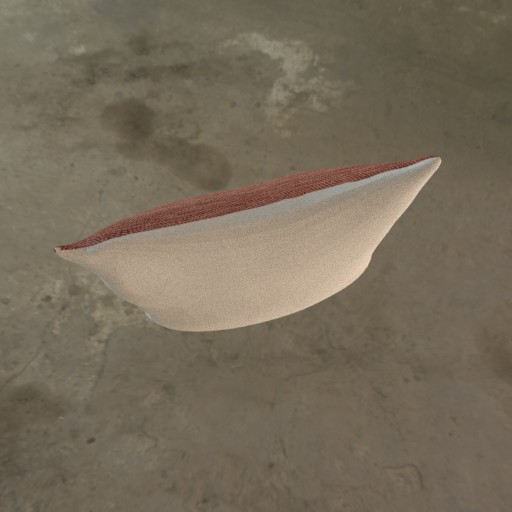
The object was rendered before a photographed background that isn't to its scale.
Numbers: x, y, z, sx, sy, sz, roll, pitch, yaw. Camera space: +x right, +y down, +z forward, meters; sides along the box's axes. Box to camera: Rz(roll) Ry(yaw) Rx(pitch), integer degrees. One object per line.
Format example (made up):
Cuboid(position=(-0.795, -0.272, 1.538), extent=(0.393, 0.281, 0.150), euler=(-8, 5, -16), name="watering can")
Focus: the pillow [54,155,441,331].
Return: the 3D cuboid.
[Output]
Cuboid(position=(0.000, 0.000, 0.680), extent=(0.440, 0.441, 0.182), euler=(-14, 74, -4), name="pillow")
